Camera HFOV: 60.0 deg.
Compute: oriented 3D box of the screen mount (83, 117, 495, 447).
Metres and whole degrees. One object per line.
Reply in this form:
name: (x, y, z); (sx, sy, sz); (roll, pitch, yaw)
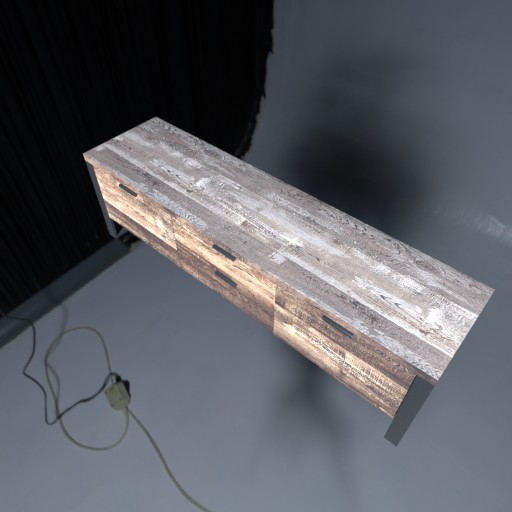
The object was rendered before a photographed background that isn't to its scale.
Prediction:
screen mount: (0.000, 0.000, 1.712); (1.524, 0.450, 0.395); (32, 55, 27)
